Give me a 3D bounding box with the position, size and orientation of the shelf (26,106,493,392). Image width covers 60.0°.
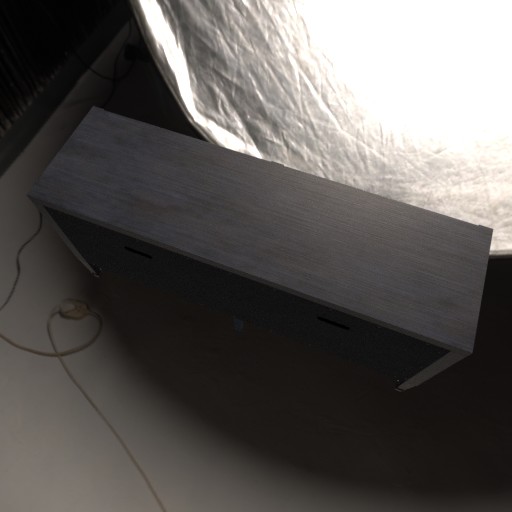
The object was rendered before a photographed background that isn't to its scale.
[{"bbox_3d":[0.000,0.000,1.876,1.575,0.719,0.479,19,65,9],"label":"shelf"}]
